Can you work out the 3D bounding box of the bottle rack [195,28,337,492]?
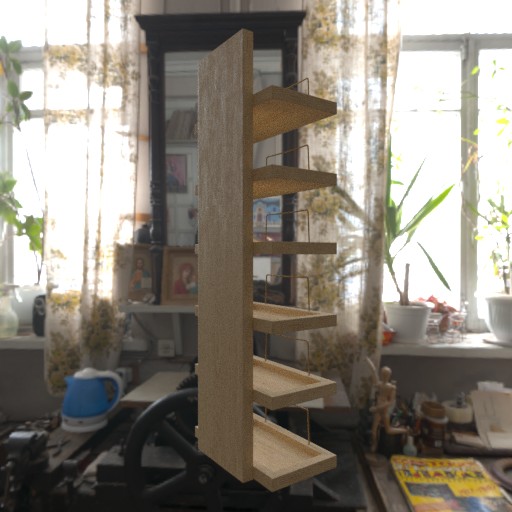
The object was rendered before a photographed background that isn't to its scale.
[{"bbox_3d":[0.000,0.000,1.060,0.206,0.943,0.330,0,0,-35],"label":"bottle rack"}]
